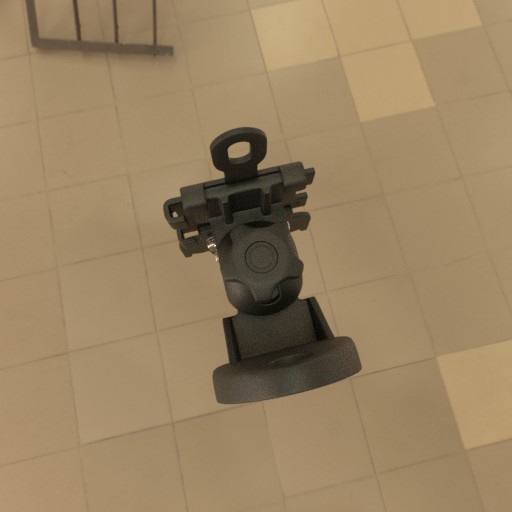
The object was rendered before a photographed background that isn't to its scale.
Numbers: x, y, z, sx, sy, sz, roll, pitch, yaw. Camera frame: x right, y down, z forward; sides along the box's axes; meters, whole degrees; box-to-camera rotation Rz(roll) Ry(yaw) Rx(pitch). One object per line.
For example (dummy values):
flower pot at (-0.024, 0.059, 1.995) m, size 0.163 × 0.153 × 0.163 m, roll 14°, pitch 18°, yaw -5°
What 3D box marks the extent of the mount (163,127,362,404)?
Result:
mount at (0.000, 0.000, 0.176) m, size 0.066 × 0.118 × 0.100 m, roll -13°, pitch 77°, yaw -3°
